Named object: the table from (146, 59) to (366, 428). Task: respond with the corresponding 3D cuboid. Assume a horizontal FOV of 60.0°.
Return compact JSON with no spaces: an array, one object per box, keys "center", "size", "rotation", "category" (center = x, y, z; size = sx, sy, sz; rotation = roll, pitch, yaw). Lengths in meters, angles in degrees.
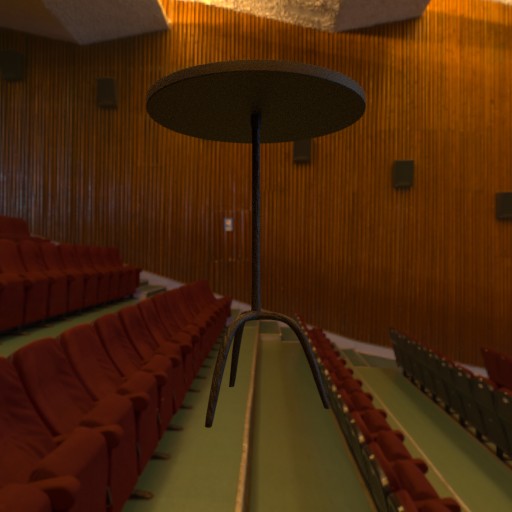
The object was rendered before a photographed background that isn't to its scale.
[{"center":[0.000,0.000,1.041],"size":[0.502,0.700,0.502],"rotation":[0,0,1],"category":"table"}]
